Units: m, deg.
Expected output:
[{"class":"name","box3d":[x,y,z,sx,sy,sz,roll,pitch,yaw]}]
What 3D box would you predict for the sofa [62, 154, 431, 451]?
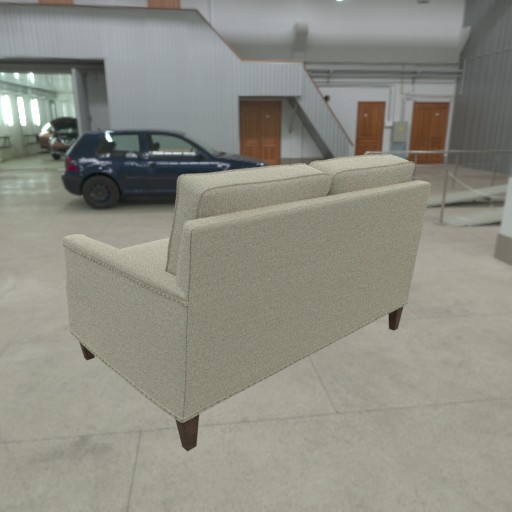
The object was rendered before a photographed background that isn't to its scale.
[{"class":"sofa","box3d":[0.000,0.000,2.264,1.597,1.003,1.084,-15,23,-41]}]
